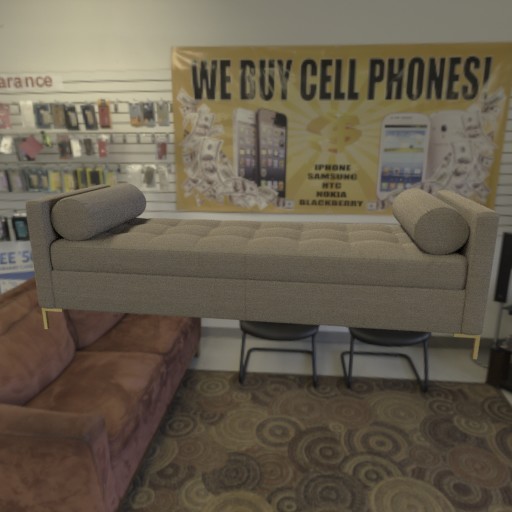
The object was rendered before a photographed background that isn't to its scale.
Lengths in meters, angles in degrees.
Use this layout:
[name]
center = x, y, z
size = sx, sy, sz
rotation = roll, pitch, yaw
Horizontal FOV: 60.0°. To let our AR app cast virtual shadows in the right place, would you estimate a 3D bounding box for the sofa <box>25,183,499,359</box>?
[sofa]
center = 0.000, 0.000, 2.222
size = 1.981, 0.635, 0.686
rotation = 2, 16, 8
